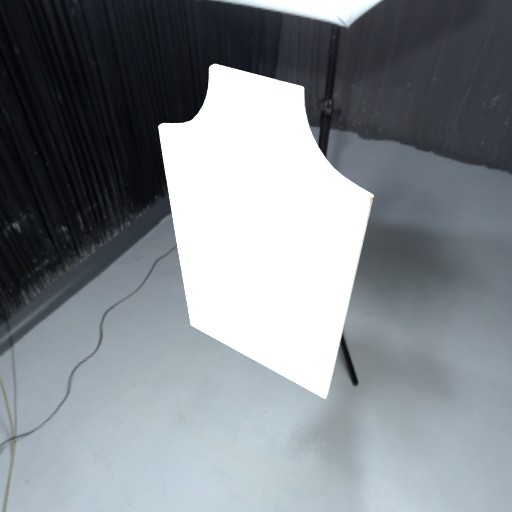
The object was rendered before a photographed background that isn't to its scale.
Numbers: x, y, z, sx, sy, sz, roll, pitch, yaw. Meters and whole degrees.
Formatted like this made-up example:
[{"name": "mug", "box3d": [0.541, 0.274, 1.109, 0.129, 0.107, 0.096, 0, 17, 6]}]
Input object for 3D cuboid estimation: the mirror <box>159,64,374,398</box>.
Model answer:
[{"name": "mirror", "box3d": [0.000, 0.000, 0.880, 0.403, 0.717, 0.022, 24, 49, 22]}]
